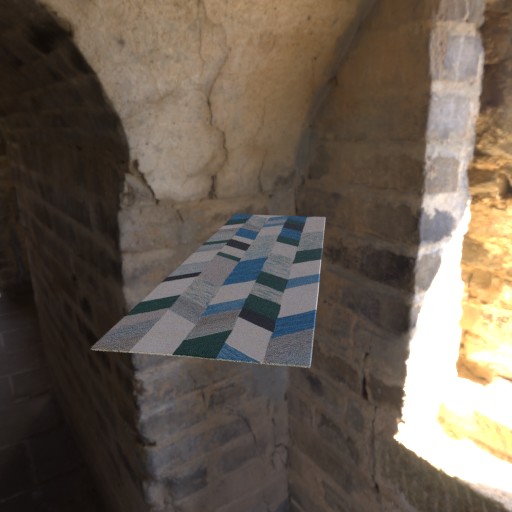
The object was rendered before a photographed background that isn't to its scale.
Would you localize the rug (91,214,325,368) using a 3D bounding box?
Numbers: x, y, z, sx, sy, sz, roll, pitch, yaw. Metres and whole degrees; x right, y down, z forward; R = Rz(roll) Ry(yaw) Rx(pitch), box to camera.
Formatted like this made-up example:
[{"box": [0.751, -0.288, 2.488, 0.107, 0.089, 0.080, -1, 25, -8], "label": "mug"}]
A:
[{"box": [0.000, 0.000, 2.636, 0.774, 0.008, 2.437, 3, 17, 9], "label": "rug"}]
